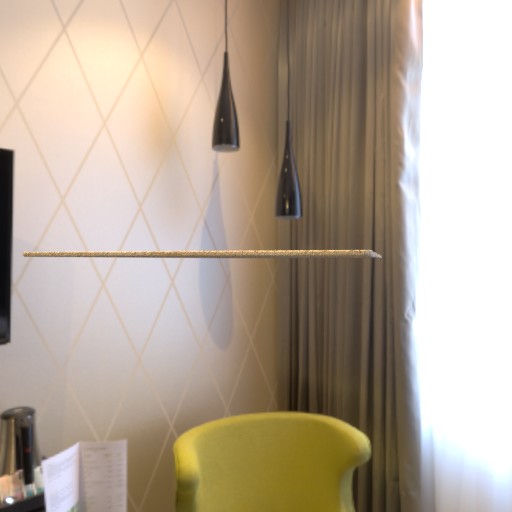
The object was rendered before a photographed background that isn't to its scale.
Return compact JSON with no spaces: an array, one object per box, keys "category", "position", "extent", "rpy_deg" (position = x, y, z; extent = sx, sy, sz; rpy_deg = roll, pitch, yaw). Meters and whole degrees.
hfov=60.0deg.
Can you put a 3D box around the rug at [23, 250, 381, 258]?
[{"category":"rug","position":[0.000,0.000,3.369],"extent":[1.798,0.025,2.698],"rpy_deg":[0,0,17]}]
